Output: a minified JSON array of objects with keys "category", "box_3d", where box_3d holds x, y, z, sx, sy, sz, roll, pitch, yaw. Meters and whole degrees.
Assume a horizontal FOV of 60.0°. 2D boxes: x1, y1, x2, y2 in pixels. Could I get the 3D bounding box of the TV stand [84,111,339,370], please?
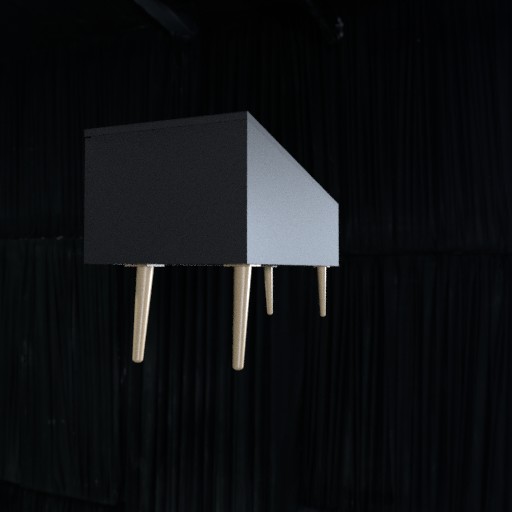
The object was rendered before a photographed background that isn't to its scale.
[{"category":"TV stand","box_3d":[0.000,0.000,1.520,0.390,0.518,1.312,0,-2,18]}]
